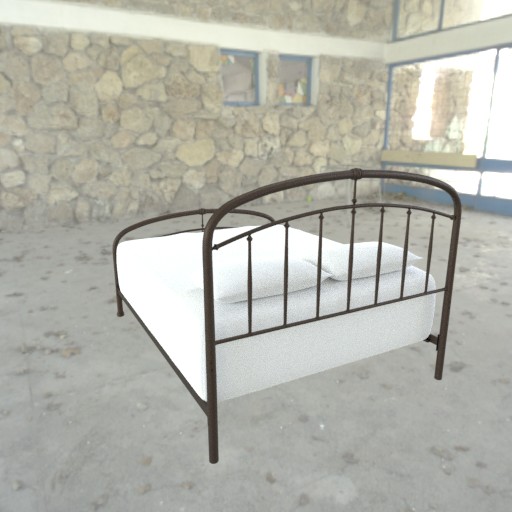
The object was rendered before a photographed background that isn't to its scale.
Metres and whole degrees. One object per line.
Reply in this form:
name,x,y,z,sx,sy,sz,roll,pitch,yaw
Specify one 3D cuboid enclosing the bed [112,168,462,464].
bed,0.000,0.000,3.328,1.711,1.425,2.180,-8,17,-28
